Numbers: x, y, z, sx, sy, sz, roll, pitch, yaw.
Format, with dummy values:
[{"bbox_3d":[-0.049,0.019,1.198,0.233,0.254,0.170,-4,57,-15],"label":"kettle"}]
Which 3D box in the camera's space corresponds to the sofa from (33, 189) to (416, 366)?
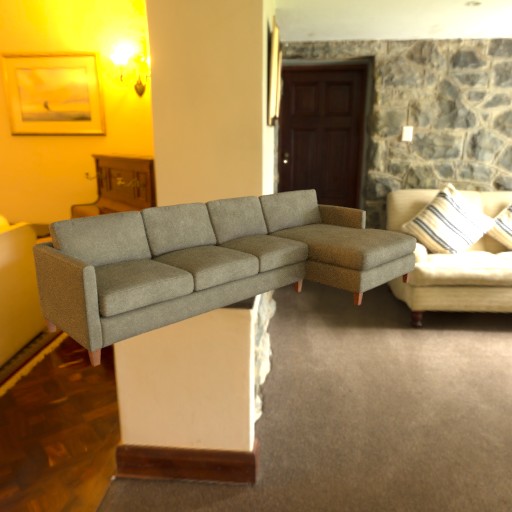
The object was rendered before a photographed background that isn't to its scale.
[{"bbox_3d":[0.000,0.000,4.199,3.471,0.950,1.604,-14,20,-43],"label":"sofa"}]
